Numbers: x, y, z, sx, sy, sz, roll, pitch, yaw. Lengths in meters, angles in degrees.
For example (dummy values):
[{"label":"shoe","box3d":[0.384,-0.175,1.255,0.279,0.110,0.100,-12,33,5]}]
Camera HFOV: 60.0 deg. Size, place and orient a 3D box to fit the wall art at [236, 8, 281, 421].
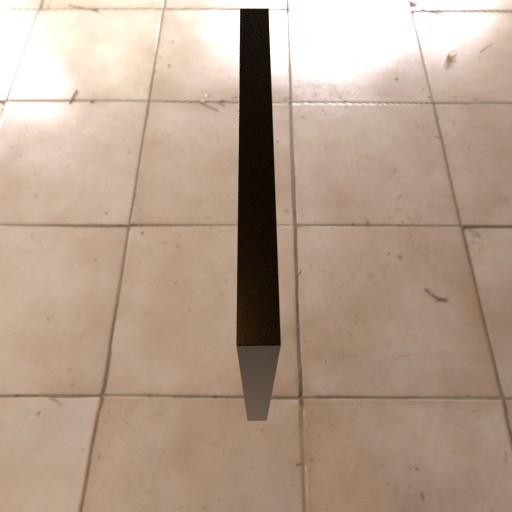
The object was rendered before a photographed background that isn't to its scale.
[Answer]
[{"label":"wall art","box3d":[0.000,0.000,0.725,0.038,0.551,0.448,-1,63,0]}]
